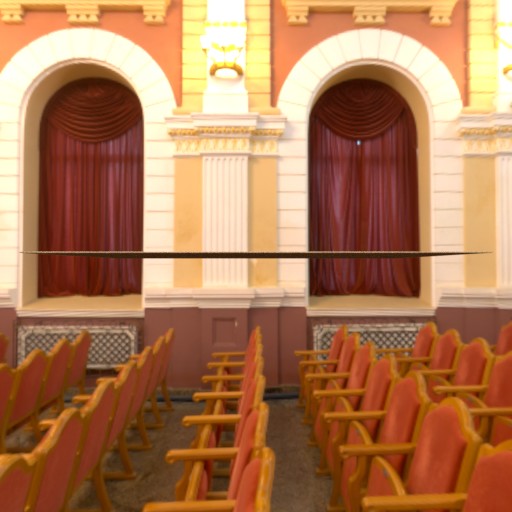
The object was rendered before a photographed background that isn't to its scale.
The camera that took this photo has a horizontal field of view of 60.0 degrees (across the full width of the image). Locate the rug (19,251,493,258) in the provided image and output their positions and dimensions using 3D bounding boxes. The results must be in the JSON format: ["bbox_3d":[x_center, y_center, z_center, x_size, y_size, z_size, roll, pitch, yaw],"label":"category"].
[{"bbox_3d":[0.000,0.000,2.890,2.289,0.006,1.523,0,-1,0],"label":"rug"}]
